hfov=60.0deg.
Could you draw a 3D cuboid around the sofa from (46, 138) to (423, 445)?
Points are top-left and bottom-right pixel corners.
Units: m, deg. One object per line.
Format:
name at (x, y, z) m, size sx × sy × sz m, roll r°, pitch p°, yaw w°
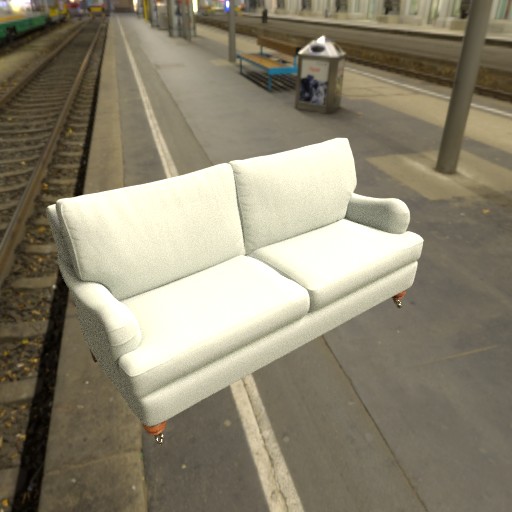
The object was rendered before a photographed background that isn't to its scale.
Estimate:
sofa at (0.000, 0.000, 2.833) m, size 2.193 × 1.096 × 1.069 m, roll -21°, pitch 36°, yaw -31°
